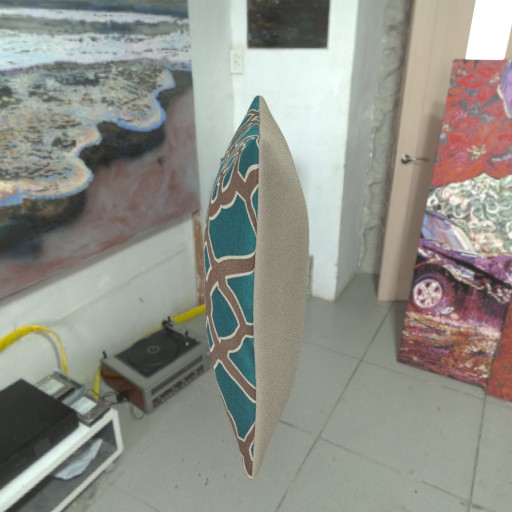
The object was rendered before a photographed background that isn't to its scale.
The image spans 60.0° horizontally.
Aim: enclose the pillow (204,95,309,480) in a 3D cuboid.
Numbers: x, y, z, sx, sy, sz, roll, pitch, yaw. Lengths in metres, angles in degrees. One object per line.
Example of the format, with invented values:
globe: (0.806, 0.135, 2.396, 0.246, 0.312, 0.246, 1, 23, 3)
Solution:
pillow: (0.000, 0.000, 0.800, 0.166, 0.507, 0.526, 0, 25, 0)
